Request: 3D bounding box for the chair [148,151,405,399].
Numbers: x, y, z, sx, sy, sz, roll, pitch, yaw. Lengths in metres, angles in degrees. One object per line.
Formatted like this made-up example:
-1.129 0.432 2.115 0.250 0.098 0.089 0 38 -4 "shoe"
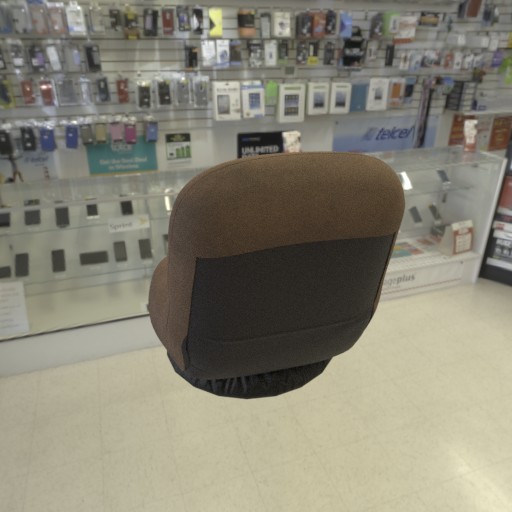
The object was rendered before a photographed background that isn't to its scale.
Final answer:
0.000 0.000 1.055 0.521 0.594 0.597 -7 27 -15 "chair"
